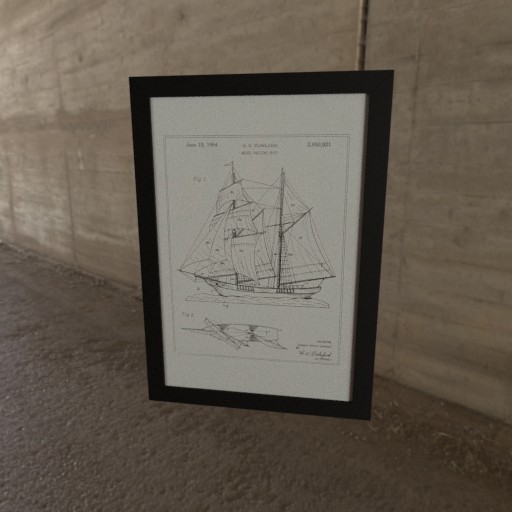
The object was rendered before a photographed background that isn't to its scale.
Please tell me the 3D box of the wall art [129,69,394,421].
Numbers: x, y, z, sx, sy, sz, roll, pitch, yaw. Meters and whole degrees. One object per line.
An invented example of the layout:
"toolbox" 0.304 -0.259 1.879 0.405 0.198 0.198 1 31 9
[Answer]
"wall art" 0.000 0.000 0.597 0.326 0.459 0.011 2 14 9
